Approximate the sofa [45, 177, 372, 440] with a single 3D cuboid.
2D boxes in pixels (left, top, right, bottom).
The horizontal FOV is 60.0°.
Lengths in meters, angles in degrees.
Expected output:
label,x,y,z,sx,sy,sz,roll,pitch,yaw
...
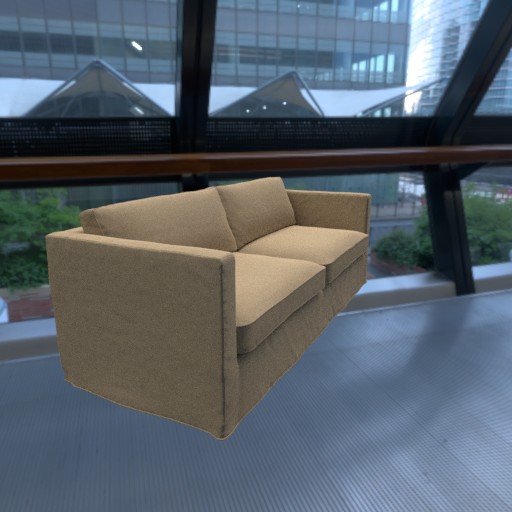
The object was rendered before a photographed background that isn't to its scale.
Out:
label,x,y,z,sx,sy,sz,roll,pitch,yaw
sofa,0.000,0.000,2.796,0.962,0.853,2.312,7,16,26
